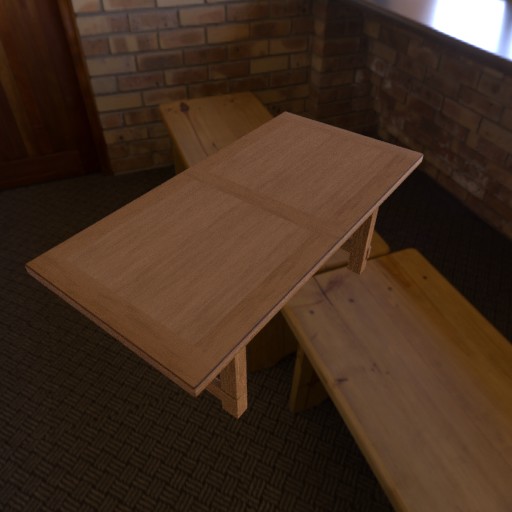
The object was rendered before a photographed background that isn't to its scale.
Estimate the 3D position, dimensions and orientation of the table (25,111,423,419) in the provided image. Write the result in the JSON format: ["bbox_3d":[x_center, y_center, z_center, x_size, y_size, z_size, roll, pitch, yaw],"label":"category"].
[{"bbox_3d":[0.000,0.000,2.521,1.000,0.762,1.982,27,48,27],"label":"table"}]
